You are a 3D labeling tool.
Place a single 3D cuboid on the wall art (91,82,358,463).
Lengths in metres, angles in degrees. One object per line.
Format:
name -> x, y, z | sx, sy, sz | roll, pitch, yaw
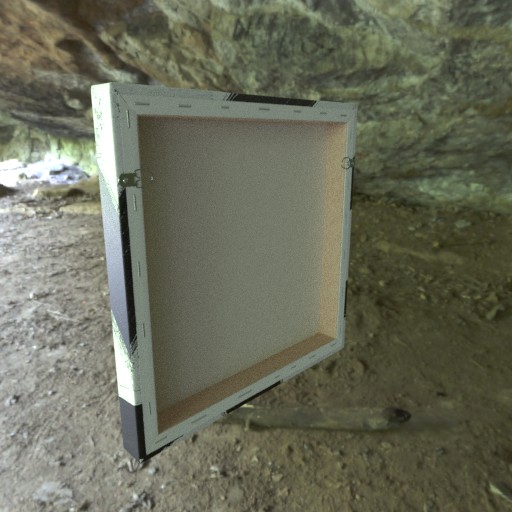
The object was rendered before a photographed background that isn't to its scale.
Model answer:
wall art -> 0.000, 0.000, 0.747 | 0.050, 0.508, 0.507 | 15, 21, 43
